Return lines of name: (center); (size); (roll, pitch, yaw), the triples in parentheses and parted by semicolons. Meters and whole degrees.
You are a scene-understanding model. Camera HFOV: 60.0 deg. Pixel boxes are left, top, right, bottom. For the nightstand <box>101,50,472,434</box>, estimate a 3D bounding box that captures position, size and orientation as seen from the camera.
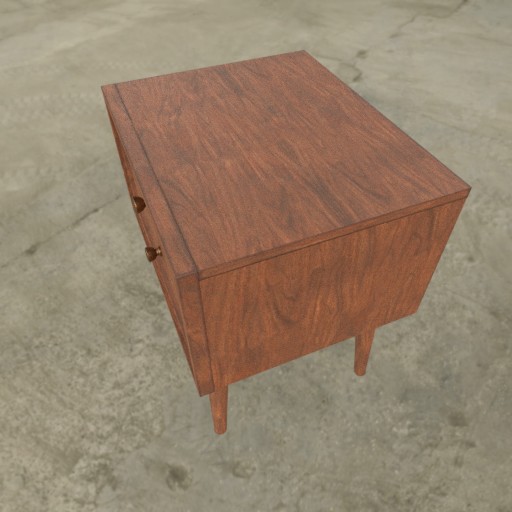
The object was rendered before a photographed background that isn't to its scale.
nightstand: (0.000, 0.000, 0.953); (0.445, 0.607, 0.521); (-17, 49, -16)
